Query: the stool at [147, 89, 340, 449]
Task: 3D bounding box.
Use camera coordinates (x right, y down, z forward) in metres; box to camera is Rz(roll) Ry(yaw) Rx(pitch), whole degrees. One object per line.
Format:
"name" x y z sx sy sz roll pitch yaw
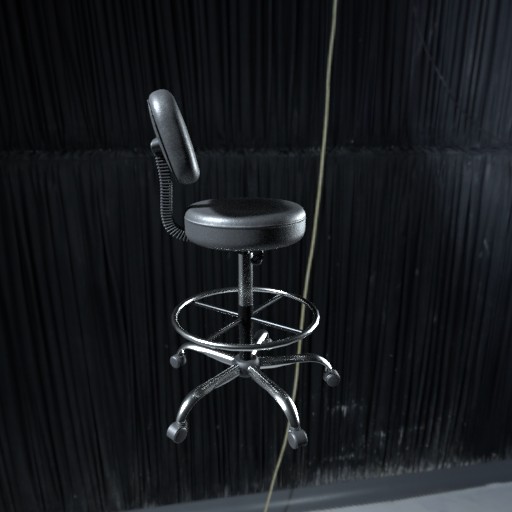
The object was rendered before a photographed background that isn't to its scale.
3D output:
"stool" 0.000 0.000 1.530 0.658 1.069 0.694 -3 17 -9
